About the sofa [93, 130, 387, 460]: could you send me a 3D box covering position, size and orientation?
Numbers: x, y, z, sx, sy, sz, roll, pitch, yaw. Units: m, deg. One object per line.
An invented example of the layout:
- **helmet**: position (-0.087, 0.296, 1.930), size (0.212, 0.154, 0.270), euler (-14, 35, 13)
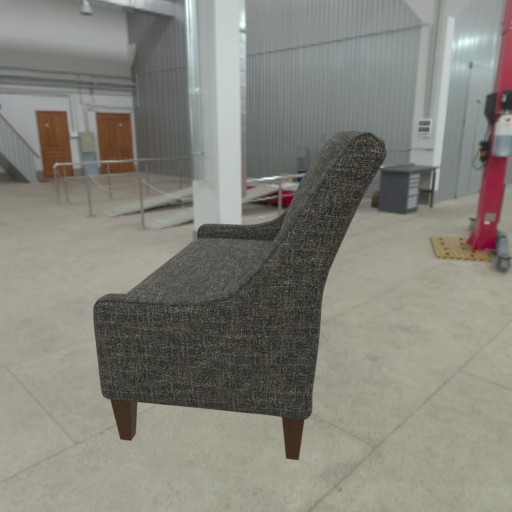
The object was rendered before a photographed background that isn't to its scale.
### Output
- **sofa**: position (0.000, 0.000, 1.878), size (0.870, 1.021, 1.242), euler (3, 16, 9)
